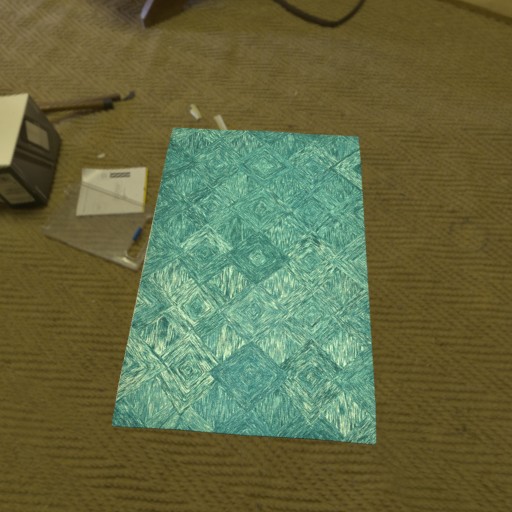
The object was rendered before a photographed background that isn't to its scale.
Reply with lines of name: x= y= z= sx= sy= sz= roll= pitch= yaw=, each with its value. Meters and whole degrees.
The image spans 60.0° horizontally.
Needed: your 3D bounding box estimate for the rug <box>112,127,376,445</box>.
rug: x=0.000 y=0.000 z=2.283 sx=1.136 sy=0.017 sz=1.728 roll=3 pitch=62 yaw=2
